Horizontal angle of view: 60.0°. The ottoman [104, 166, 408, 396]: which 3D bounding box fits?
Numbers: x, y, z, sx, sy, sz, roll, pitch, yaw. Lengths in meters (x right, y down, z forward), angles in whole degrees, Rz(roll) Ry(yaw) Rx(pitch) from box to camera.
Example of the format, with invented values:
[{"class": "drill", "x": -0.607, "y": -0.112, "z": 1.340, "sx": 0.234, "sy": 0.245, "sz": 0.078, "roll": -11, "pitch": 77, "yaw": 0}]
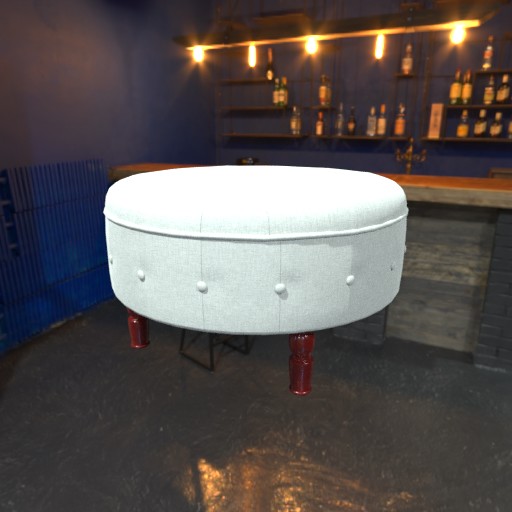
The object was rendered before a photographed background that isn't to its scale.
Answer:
[{"class": "ottoman", "x": 0.000, "y": 0.000, "z": 1.346, "sx": 0.850, "sy": 0.483, "sz": 0.850, "roll": 0, "pitch": 16, "yaw": 0}]
